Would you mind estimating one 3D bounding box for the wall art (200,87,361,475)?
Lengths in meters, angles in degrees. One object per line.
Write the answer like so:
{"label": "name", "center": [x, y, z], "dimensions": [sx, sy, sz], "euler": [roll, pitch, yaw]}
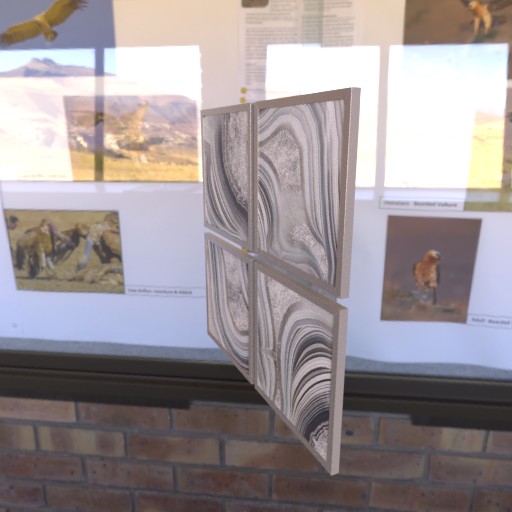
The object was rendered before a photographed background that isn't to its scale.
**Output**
{"label": "wall art", "center": [0.000, 0.000, 1.704], "dimensions": [0.029, 1.118, 1.118], "euler": [-7, 17, -25]}
